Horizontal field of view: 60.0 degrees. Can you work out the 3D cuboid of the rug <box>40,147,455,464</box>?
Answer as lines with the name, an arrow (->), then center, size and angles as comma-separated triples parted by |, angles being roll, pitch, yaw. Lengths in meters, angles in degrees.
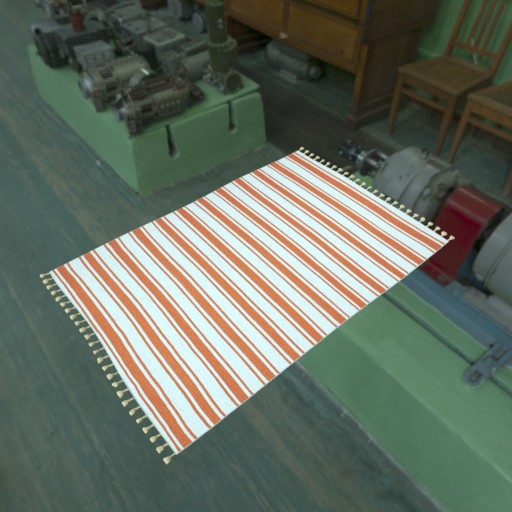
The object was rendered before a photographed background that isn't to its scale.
rug -> 0.000, 0.000, 3.039 | 2.433, 0.022, 1.556 | -31, 53, -27
